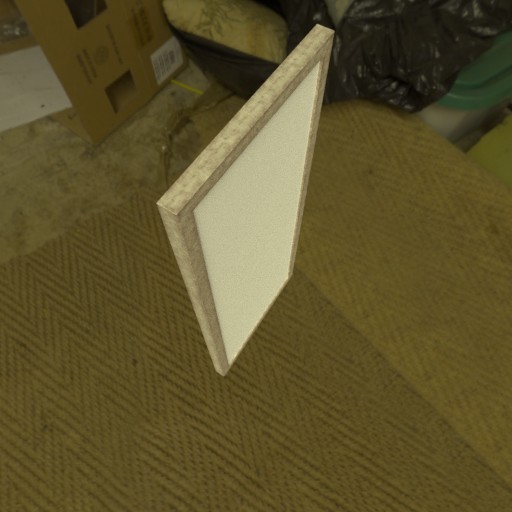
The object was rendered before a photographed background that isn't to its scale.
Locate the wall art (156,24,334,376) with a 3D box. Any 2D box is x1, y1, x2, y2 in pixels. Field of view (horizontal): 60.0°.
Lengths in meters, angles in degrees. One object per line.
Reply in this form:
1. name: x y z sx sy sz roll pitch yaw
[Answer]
1. wall art: 0.000 0.000 1.640 0.051 1.461 0.648 30 67 14
